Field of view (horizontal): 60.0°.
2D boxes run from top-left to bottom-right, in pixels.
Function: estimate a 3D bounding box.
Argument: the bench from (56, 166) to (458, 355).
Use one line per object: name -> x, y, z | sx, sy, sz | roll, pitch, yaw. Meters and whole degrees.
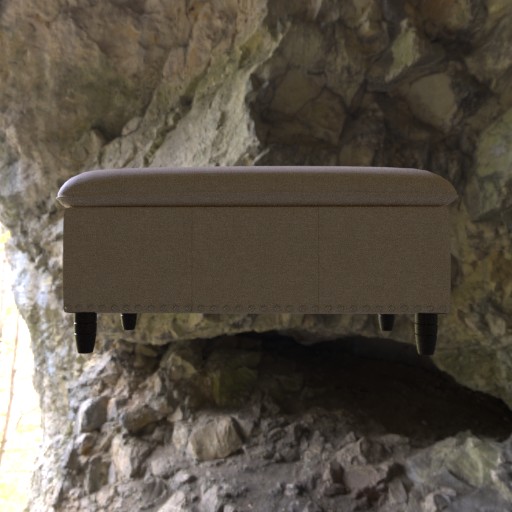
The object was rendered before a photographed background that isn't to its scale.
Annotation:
bench -> 0.000, 0.000, 1.274 | 0.991, 0.483, 0.483 | 0, 0, 1
